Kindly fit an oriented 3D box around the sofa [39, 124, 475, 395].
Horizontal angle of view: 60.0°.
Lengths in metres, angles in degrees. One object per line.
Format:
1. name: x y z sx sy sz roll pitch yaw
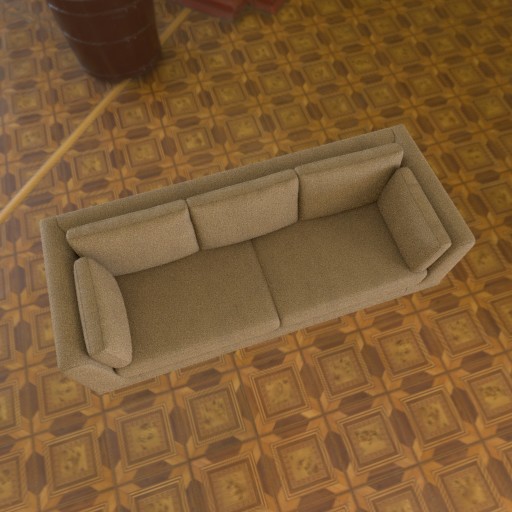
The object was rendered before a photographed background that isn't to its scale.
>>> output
1. sofa: 0.000 0.000 2.886 2.415 0.867 0.969 -17 65 -8
